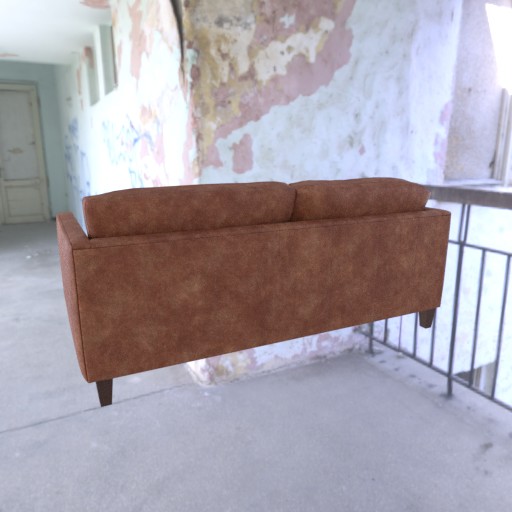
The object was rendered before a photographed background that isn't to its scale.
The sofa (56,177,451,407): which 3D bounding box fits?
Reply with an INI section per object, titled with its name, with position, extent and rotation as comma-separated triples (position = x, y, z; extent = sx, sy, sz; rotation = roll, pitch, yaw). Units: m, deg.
[sofa]
position = 0.000, 0.000, 2.459
extent = 1.971, 0.863, 0.923
rotation = -7, 15, -26
